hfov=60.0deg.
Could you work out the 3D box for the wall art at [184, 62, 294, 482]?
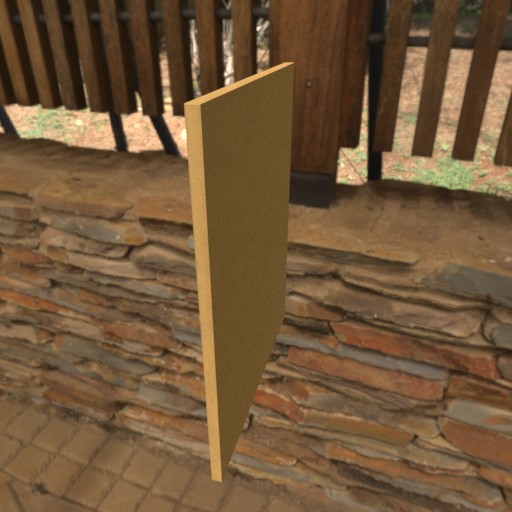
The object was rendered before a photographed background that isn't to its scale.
[{"bbox_3d":[0.000,0.000,1.328,0.030,1.002,0.798,8,29,14],"label":"wall art"}]
